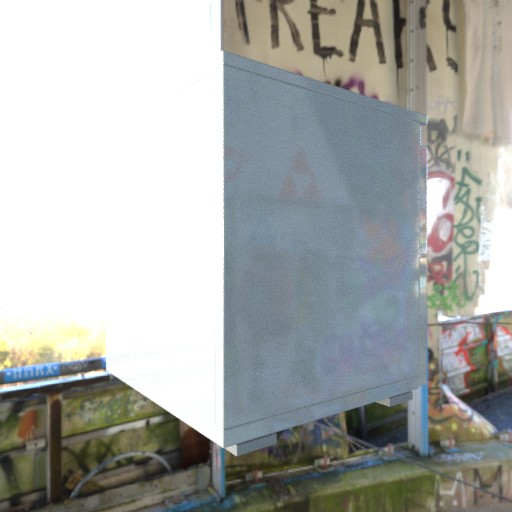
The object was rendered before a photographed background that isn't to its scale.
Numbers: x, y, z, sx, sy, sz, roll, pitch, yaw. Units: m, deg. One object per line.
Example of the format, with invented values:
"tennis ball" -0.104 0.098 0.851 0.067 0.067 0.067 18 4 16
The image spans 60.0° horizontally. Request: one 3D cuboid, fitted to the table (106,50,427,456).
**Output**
"table" 0.000 0.000 0.791 0.400 0.470 0.420 0 0 -36
